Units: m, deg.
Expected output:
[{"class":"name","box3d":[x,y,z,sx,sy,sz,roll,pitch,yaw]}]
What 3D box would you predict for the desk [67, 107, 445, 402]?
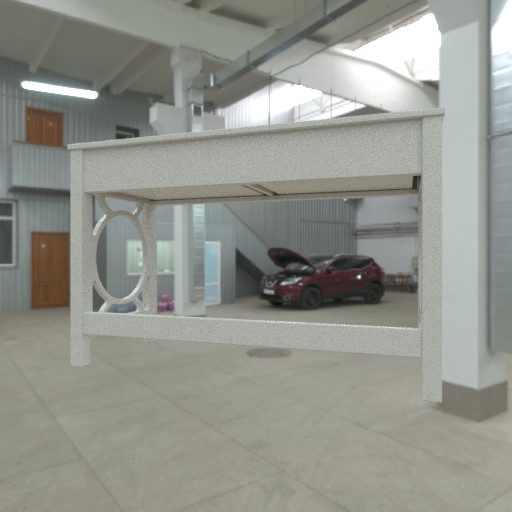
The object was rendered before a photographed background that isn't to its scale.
[{"class":"desk","box3d":[0.000,0.000,1.560,1.191,0.762,0.504,0,0,19]}]
